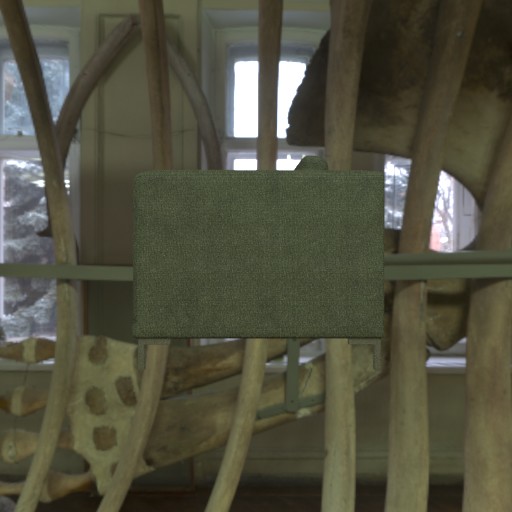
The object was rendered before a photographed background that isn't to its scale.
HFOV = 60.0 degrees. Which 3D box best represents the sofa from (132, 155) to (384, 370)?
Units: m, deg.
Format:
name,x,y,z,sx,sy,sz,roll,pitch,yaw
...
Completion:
name,x,y,z,sx,sy,sz,roll,pitch,yaw
sofa,0.000,0.000,2.878,0.969,0.867,2.415,0,0,0
